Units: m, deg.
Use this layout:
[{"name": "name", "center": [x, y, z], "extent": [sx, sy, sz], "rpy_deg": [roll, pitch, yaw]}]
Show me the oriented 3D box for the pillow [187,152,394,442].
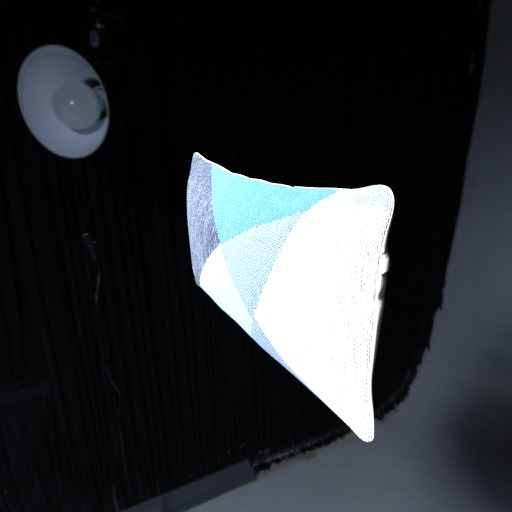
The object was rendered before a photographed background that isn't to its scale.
[{"name": "pillow", "center": [0.000, 0.000, 0.739], "extent": [0.148, 0.307, 0.604], "rpy_deg": [-9, 19, -26]}]
